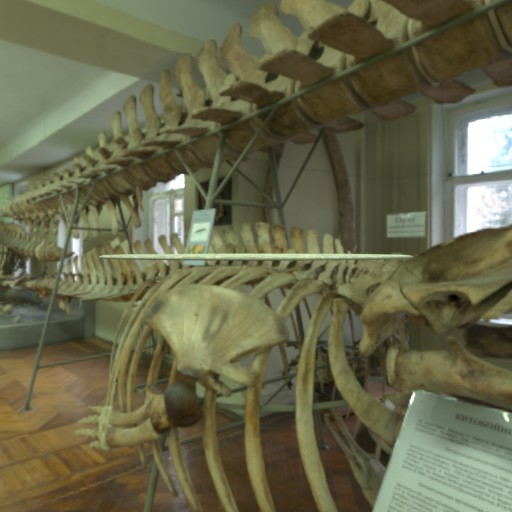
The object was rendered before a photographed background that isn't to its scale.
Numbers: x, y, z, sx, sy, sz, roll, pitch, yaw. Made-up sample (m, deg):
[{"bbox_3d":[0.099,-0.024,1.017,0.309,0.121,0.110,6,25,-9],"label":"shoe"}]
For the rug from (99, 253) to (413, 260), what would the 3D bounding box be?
[{"bbox_3d":[0.000,0.000,2.382,1.593,0.012,1.593,0,1,0],"label":"rug"}]
